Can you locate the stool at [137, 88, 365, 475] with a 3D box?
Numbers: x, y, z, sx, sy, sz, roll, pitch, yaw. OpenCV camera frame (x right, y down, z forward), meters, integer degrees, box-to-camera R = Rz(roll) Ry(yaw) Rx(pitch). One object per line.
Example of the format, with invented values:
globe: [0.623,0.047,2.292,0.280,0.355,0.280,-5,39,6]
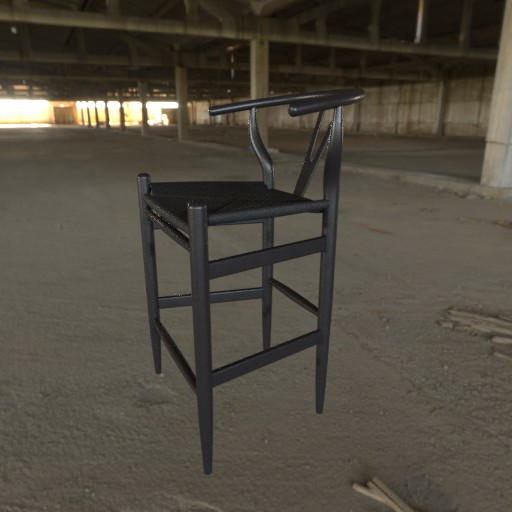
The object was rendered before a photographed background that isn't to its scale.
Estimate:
stool: [0.000,0.000,1.358,0.579,0.970,0.569,-8,20,-25]
